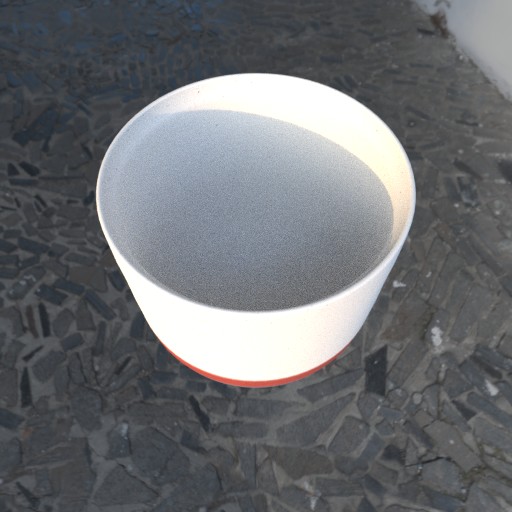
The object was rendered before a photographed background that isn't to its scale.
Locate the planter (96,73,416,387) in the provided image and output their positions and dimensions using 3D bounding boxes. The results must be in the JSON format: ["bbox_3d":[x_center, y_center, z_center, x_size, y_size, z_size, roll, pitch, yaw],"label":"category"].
[{"bbox_3d":[0.000,0.000,0.488,0.268,0.270,0.268,0,58,0],"label":"planter"}]
